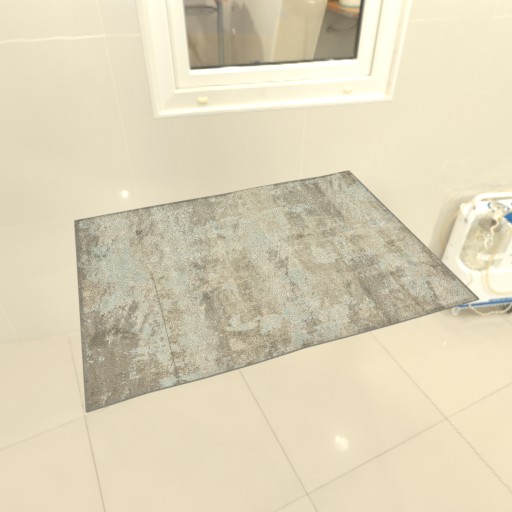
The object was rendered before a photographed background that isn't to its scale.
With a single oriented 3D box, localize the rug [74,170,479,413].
[{"bbox_3d":[0.000,0.000,4.316,3.307,0.013,2.393,-13,42,-15],"label":"rug"}]
